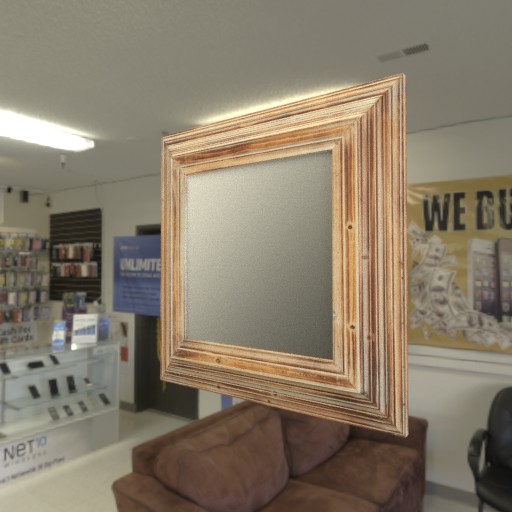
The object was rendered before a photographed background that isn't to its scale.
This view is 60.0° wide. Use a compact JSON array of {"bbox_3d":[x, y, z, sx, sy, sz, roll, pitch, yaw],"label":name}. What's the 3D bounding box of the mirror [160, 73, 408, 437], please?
[{"bbox_3d":[0.000,0.000,1.212,0.804,0.804,0.061,-1,-1,37],"label":"mirror"}]
